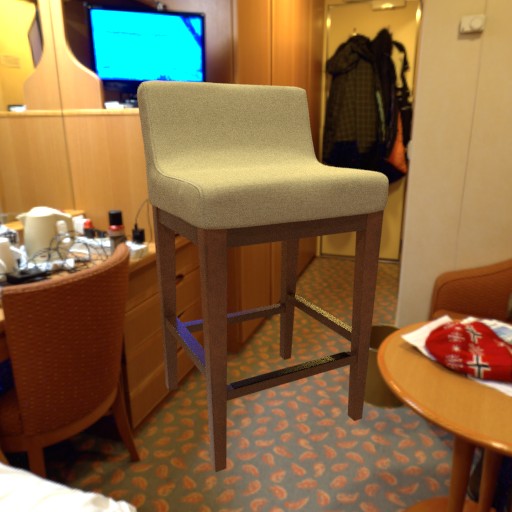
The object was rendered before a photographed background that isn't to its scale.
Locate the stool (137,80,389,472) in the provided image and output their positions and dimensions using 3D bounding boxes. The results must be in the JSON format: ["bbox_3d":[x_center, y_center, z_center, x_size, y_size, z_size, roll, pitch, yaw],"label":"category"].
[{"bbox_3d":[0.000,0.000,1.247,0.511,0.937,0.500,-8,18,-26],"label":"stool"}]
